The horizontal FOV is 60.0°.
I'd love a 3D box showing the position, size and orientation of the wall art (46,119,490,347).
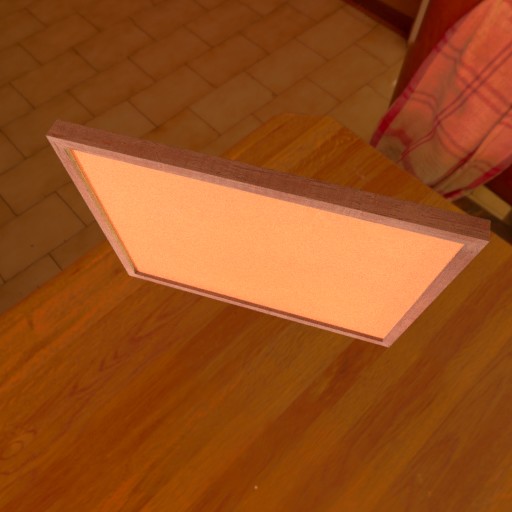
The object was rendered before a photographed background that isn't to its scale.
[{"bbox_3d":[0.000,0.000,1.733,1.320,1.009,0.070,15,63,8],"label":"wall art"}]
